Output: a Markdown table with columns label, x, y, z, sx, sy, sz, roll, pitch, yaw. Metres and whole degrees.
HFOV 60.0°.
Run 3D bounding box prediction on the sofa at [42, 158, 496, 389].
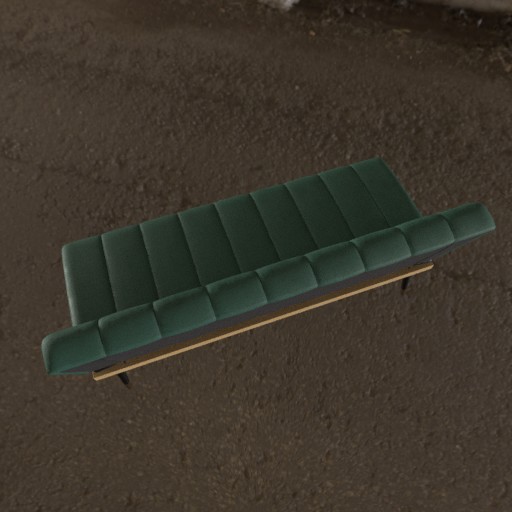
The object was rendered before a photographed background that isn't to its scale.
| label | x | y | z | sx | sy | sz | roll | pitch | yaw |
| --- | --- | --- | --- | --- | --- | --- | --- | --- | --- |
| sofa | 0.000 | 0.000 | 2.169 | 1.810 | 0.820 | 0.830 | -17 | 61 | -10 |
